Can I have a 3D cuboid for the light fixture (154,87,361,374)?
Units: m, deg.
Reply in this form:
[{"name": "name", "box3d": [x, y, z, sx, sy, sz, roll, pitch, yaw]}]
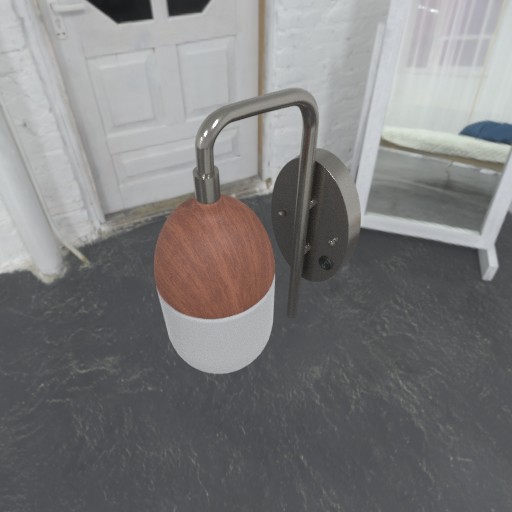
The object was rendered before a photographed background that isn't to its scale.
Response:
[{"name": "light fixture", "box3d": [0.000, 0.000, 0.443, 0.108, 0.343, 0.216, 34, 55, 28]}]
